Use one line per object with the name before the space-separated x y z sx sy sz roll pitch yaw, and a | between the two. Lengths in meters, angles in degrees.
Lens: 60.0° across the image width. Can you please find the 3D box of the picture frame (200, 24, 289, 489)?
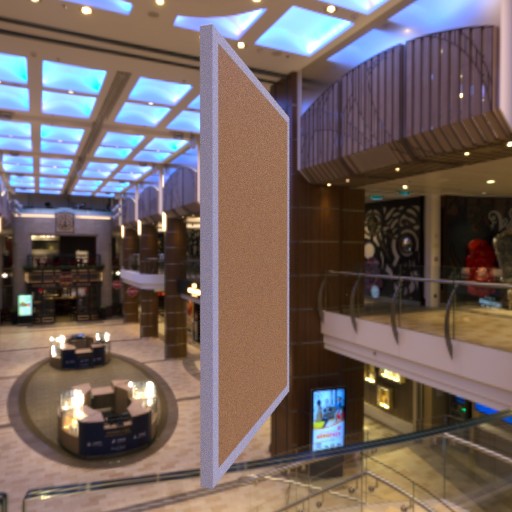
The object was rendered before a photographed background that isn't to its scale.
picture frame | 0.000 0.000 0.561 0.013 0.434 0.305 0 1 18
